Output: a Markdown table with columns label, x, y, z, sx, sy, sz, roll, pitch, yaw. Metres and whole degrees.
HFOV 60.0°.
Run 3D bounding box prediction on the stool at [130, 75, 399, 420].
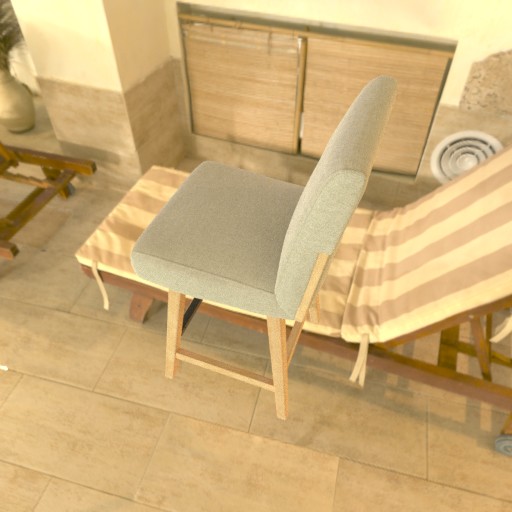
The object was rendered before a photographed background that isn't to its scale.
| label | x | y | z | sx | sy | sz | roll | pitch | yaw |
| --- | --- | --- | --- | --- | --- | --- | --- | --- | --- |
| stool | 0.000 | 0.000 | 1.414 | 0.606 | 1.085 | 0.507 | 15 | 48 | 14 |
